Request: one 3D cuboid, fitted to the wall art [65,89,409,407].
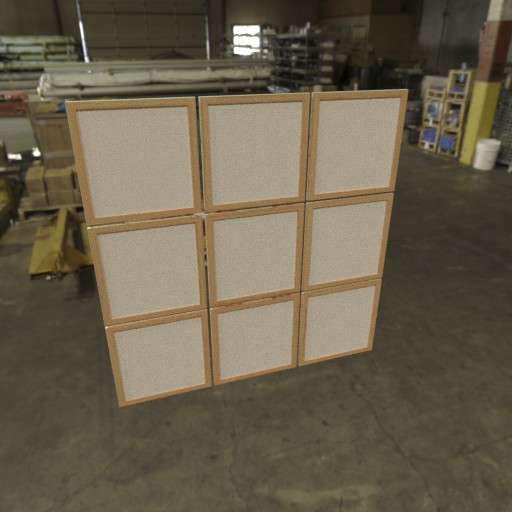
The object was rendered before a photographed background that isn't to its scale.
[{"bbox_3d":[0.000,0.000,1.774,1.214,1.219,0.013,-8,27,-17],"label":"wall art"}]
